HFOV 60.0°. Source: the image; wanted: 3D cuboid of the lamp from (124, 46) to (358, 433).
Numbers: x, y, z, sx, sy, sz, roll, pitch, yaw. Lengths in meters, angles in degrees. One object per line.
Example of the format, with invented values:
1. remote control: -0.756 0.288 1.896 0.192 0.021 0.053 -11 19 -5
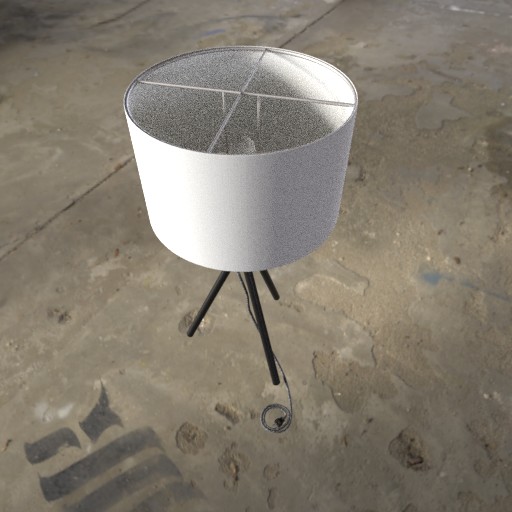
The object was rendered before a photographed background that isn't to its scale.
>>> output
1. lamp: 0.000 0.000 0.902 0.353 0.674 0.422 -31 54 -27
